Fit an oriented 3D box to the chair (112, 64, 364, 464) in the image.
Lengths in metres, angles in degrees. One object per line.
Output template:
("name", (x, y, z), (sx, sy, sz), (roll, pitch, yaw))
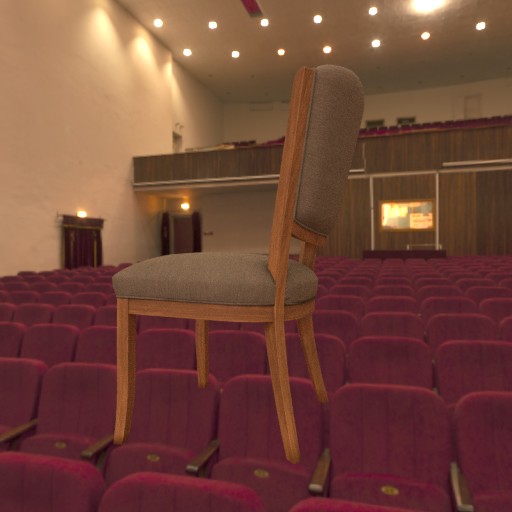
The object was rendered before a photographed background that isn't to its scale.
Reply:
("chair", (0.000, 0.000, 1.231), (0.584, 0.905, 0.513), (0, 0, 17))
